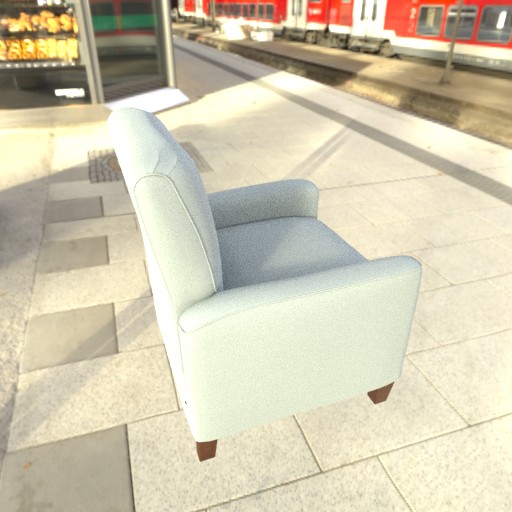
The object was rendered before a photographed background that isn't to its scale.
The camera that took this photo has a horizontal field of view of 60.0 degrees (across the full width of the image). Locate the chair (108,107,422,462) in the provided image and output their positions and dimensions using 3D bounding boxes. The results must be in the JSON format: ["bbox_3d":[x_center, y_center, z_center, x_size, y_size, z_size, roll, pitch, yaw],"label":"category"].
[{"bbox_3d":[0.000,0.000,1.601,0.846,1.007,0.853,-11,32,-18],"label":"chair"}]
